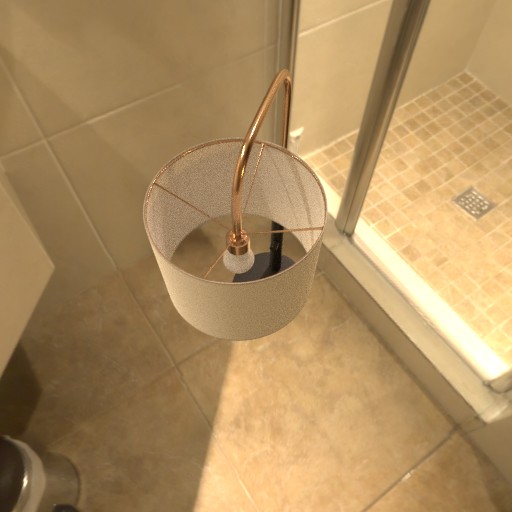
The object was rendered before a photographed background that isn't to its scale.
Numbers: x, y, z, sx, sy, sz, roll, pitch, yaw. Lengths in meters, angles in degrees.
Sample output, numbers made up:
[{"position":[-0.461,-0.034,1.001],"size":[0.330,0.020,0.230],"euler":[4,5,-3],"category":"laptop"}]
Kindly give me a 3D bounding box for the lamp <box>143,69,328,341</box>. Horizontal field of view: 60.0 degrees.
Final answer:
[{"position":[0.000,0.000,0.699],"size":[0.199,0.540,0.337],"euler":[16,60,10],"category":"lamp"}]
